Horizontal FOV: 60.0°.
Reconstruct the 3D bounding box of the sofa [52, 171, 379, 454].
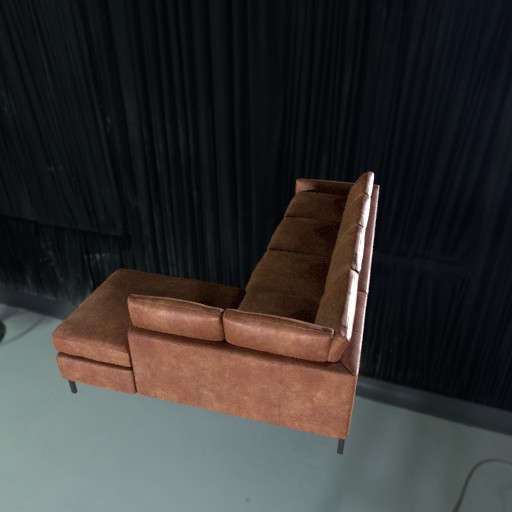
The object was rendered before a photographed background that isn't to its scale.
[{"bbox_3d":[0.000,0.000,3.881,1.938,0.877,2.984,8,31,13],"label":"sofa"}]
